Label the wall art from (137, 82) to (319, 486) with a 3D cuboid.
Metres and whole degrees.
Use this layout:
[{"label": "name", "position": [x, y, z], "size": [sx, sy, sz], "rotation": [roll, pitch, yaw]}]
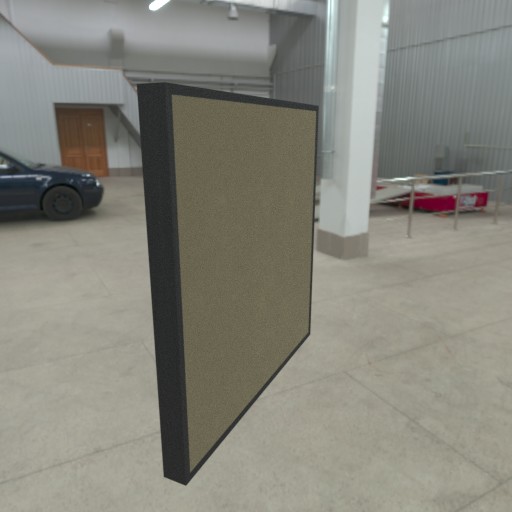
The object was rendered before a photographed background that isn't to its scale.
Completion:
[{"label": "wall art", "position": [0.000, 0.000, 0.754], "size": [0.037, 0.507, 0.509], "rotation": [7, 17, 25]}]
